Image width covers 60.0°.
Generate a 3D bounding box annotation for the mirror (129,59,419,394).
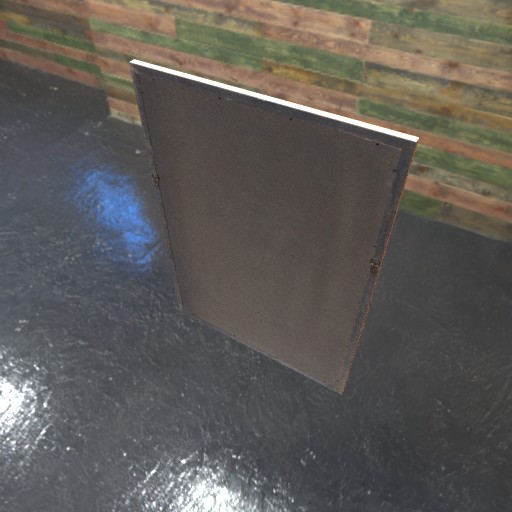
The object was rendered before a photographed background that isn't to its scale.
[{"bbox_3d":[0.000,0.000,1.312,0.705,0.996,0.025,23,50,21],"label":"mirror"}]
